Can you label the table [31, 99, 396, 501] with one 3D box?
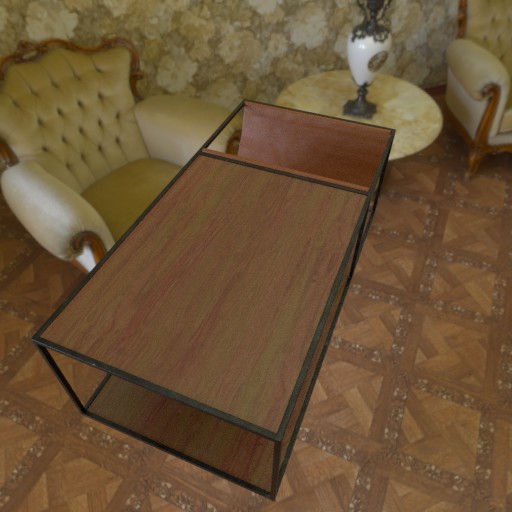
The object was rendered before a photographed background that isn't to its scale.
[{"bbox_3d":[0.000,0.000,1.437,0.597,0.403,1.199,17,49,15],"label":"table"}]
